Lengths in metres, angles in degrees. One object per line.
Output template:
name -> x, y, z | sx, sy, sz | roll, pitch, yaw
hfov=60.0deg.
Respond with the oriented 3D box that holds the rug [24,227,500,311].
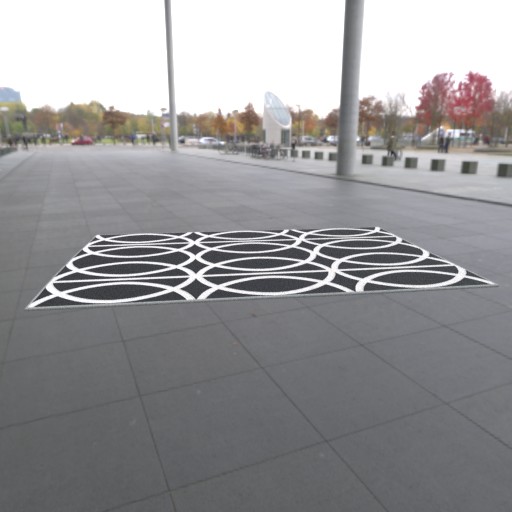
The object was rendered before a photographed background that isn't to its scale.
rug -> 0.000, 0.000, 2.817 | 2.290, 0.014, 1.526 | -2, 15, -8
